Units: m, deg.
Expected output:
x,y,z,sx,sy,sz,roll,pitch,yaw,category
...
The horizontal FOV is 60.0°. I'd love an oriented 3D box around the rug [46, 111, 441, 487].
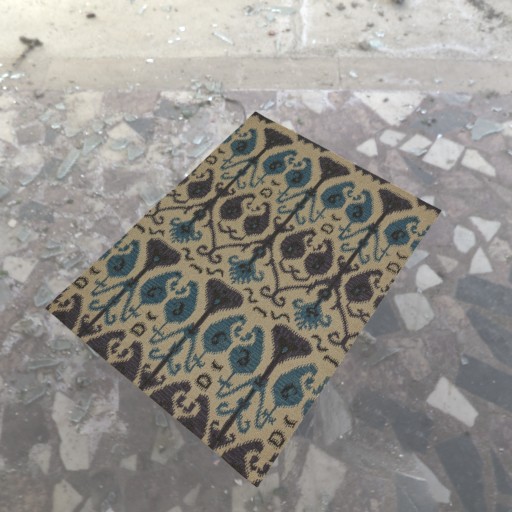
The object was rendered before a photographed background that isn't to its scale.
x,y,z,sx,sy,sz,roll,pitch,yaw,category
0.000,0.000,4.349,2.443,0.024,3.228,33,65,17,rug
